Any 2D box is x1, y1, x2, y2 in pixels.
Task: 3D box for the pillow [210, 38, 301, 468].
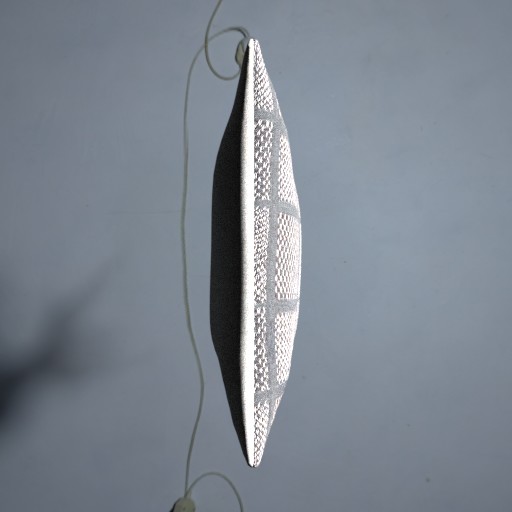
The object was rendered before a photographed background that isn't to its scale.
[{"bbox_3d":[0.000,0.000,0.659,0.138,0.432,0.435,0,89,-1],"label":"pillow"}]
